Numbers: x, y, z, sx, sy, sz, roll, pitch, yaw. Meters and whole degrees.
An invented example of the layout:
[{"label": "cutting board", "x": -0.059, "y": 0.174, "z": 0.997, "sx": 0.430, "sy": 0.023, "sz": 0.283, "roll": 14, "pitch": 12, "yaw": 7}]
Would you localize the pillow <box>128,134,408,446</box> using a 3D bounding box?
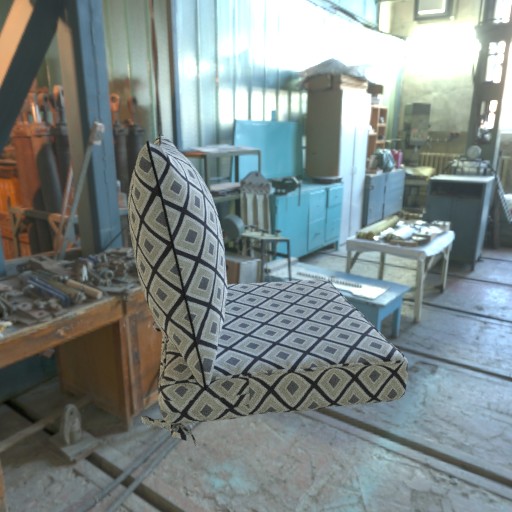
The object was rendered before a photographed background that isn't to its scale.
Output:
[{"label": "pillow", "x": 0.000, "y": 0.000, "z": 1.373, "sx": 0.733, "sy": 0.722, "sz": 0.798, "roll": -3, "pitch": 16, "yaw": -9}]
